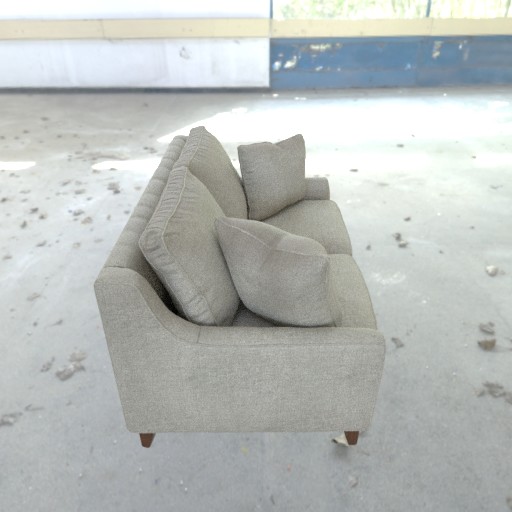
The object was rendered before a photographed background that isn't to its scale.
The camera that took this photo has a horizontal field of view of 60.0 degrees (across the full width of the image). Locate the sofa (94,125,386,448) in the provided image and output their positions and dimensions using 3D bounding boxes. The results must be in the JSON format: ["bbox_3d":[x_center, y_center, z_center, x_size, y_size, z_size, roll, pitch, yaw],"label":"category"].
[{"bbox_3d":[0.000,0.000,2.003,0.915,0.863,1.422,0,32,0],"label":"sofa"}]
